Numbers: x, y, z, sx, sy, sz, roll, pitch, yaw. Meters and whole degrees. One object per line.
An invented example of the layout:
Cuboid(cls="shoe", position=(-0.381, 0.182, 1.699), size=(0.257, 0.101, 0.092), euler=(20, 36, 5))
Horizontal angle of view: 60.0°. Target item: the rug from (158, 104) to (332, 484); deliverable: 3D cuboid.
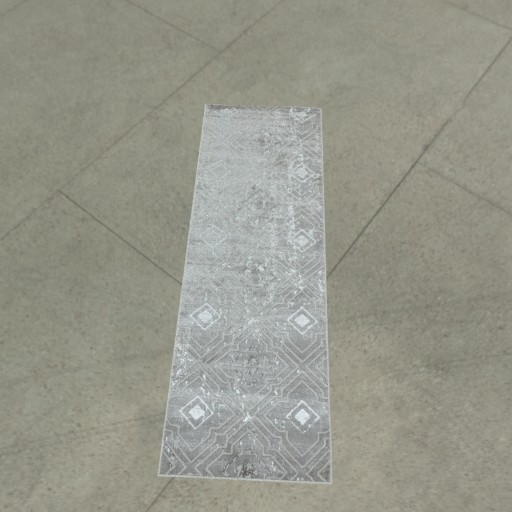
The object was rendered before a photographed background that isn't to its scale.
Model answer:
Cuboid(cls="rug", position=(0.000, 0.000, 2.631), size=(0.832, 0.035, 2.381), euler=(2, 64, 1))
